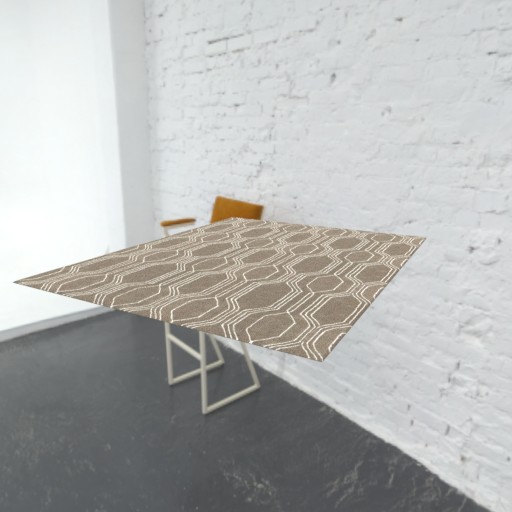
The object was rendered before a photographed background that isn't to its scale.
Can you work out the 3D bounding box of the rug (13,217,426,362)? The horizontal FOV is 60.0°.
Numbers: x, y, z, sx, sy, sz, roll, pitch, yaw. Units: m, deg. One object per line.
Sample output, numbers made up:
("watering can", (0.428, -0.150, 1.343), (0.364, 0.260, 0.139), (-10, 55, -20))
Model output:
("rug", (0.000, 0.000, 4.018), (2.457, 0.012, 3.062), (8, 17, 28))
